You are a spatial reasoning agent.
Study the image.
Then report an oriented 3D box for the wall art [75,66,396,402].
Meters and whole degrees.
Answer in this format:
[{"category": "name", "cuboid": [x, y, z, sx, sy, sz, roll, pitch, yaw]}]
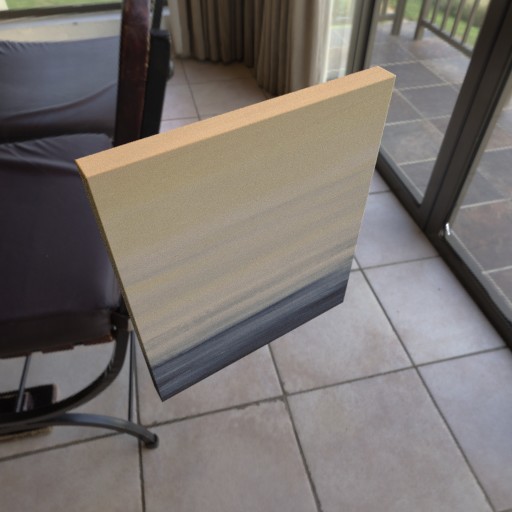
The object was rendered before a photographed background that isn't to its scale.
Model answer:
[{"category": "wall art", "cuboid": [0.000, 0.000, 0.728, 0.435, 0.511, 0.037, -25, 51, -22]}]
